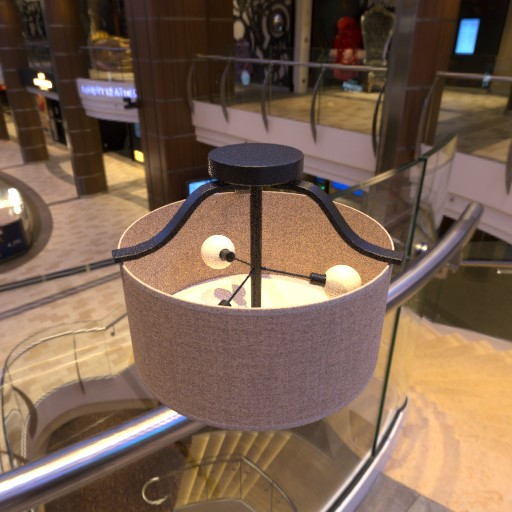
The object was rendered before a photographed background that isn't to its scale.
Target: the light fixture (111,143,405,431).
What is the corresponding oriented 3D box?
[{"bbox_3d":[0.000,0.000,0.654,0.390,0.306,0.390,0,27,0],"label":"light fixture"}]
